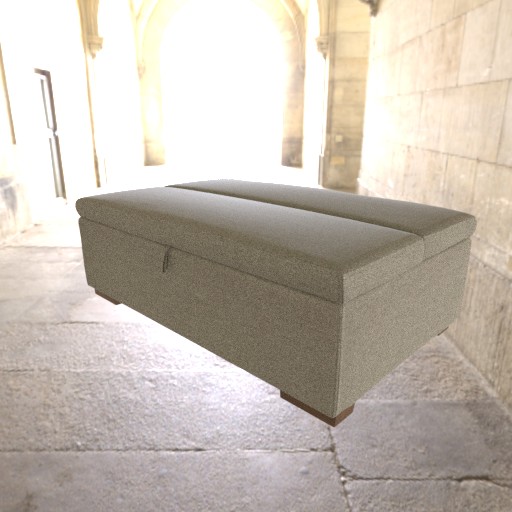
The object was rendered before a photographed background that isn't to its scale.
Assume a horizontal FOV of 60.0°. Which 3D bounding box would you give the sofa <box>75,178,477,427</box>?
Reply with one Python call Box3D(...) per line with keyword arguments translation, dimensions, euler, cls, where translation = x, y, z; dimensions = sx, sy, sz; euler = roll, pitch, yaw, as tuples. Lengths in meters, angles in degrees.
Box3D(translation=(0.000, 0.000, 1.629), dimensions=(1.250, 0.434, 0.817), euler=(16, 24, 42), cls="sofa")
